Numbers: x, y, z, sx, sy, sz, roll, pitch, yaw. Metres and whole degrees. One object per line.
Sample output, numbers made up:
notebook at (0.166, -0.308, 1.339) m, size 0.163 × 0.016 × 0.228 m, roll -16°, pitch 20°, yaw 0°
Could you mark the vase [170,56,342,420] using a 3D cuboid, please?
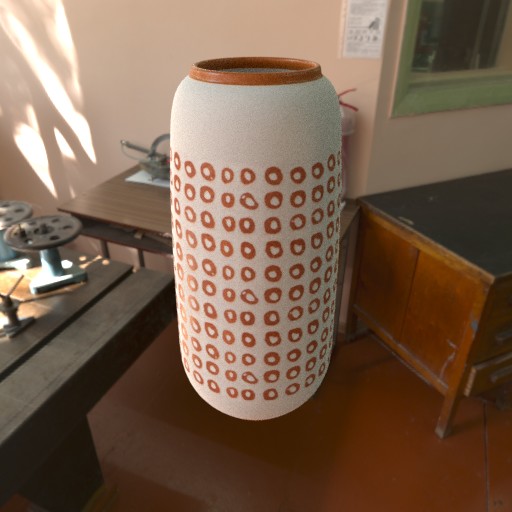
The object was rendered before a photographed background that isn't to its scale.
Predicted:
vase at (0.000, 0.000, 0.352) m, size 0.133 × 0.282 × 0.133 m, roll 0°, pitch 30°, yaw 0°
